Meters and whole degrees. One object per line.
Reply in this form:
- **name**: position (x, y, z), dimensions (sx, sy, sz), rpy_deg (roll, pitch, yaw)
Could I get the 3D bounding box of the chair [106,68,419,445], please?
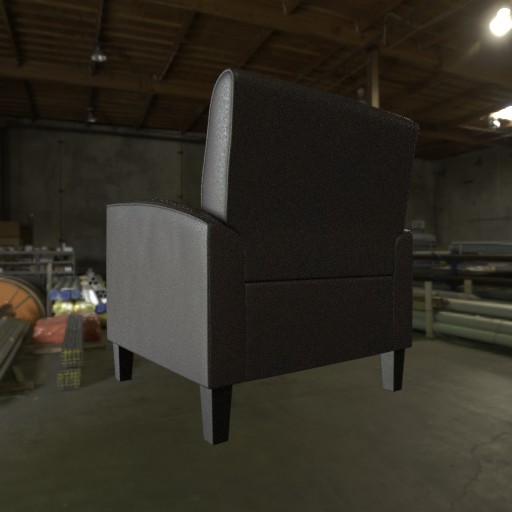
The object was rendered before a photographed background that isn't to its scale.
- **chair**: position (0.000, 0.000, 1.565), dimensions (0.820, 0.916, 0.819), rpy_deg (0, 1, -36)
